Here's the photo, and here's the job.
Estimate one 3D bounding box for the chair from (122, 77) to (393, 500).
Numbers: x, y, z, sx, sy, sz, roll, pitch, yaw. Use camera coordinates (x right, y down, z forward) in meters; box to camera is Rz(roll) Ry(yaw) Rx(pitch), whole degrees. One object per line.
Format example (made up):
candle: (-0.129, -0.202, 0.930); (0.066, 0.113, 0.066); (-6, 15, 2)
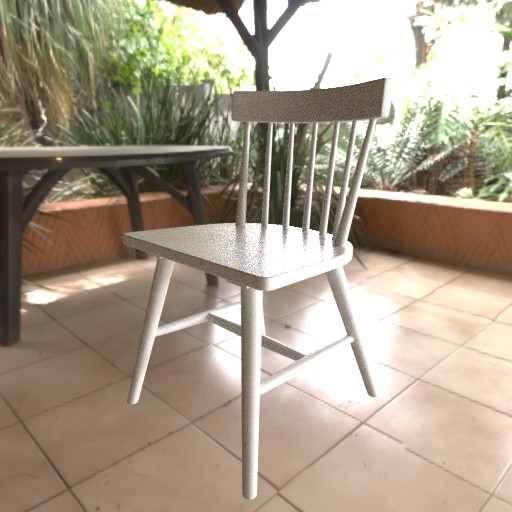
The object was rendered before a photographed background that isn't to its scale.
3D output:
chair: (0.000, 0.000, 1.062); (0.483, 0.787, 0.500); (15, 22, 43)
